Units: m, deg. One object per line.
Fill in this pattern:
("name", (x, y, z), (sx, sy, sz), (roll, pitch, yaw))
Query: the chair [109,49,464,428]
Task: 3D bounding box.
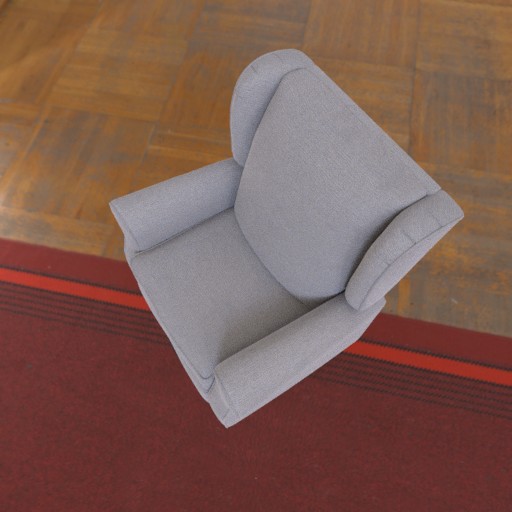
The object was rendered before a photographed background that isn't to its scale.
("chair", (0.000, 0.000, 1.628), (0.854, 0.966, 0.906), (-30, 67, -14))
